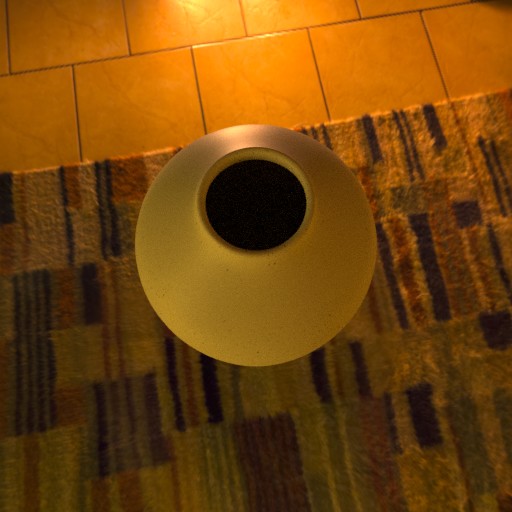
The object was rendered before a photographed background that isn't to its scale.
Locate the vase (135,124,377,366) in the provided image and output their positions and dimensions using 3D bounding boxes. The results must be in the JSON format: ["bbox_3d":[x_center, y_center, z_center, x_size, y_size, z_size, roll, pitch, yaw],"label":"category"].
[{"bbox_3d":[0.000,0.000,0.351,0.169,0.240,0.169,0,76,0],"label":"vase"}]
